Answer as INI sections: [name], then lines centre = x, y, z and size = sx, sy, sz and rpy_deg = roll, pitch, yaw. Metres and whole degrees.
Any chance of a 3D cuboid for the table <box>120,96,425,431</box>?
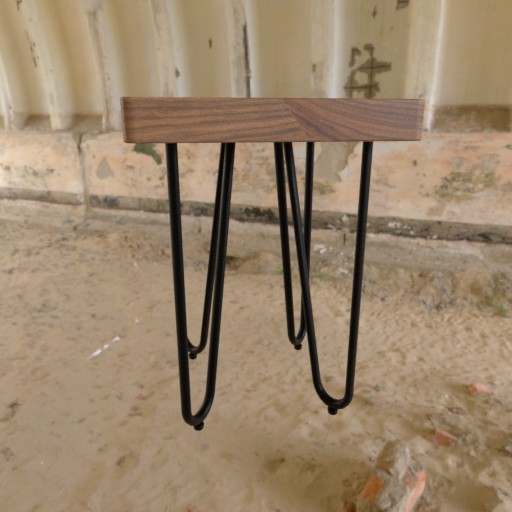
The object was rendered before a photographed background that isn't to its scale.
[table]
centre = 0.000, 0.000, 0.983
size = 0.479, 0.641, 0.480
rpy_deg = -3, 17, -10
